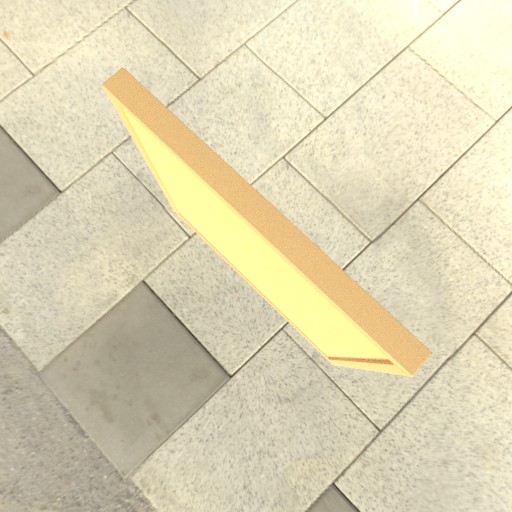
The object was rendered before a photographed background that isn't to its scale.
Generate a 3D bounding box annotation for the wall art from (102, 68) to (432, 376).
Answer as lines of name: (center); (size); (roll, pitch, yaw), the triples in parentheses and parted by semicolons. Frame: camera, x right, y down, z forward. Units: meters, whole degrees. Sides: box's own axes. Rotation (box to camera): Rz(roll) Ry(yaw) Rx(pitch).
wall art: (0.000, 0.000, 0.771); (0.509, 0.509, 0.036); (44, 81, 9)
